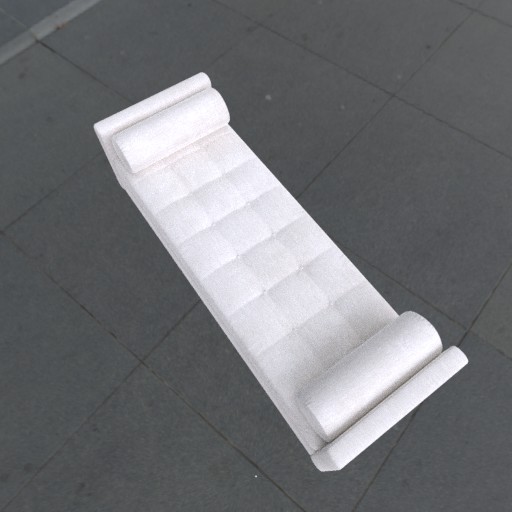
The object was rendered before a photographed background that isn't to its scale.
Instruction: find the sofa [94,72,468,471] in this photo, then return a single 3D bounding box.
[{"bbox_3d":[0.000,0.000,2.289,0.686,0.635,1.981,-32,68,-15],"label":"sofa"}]
